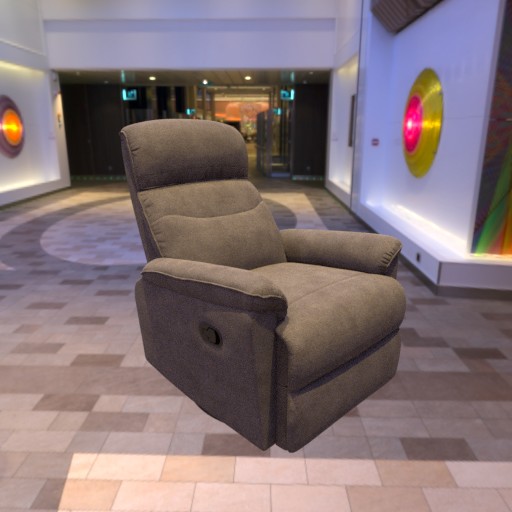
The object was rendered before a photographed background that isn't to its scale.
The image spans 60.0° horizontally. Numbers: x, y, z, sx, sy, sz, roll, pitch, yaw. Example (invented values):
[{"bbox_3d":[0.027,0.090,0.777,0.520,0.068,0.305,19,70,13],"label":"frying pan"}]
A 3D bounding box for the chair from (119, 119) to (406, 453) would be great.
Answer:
[{"bbox_3d":[0.000,0.000,1.731,1.009,1.036,0.830,15,22,43],"label":"chair"}]
